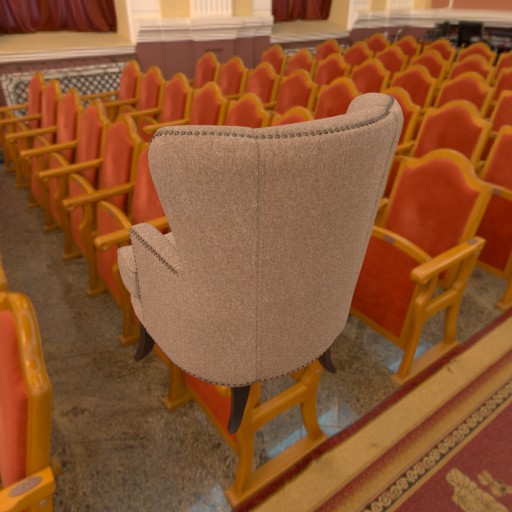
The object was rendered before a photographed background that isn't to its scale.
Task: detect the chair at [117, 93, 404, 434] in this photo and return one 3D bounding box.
[{"bbox_3d":[0.000,0.000,1.527,0.759,1.060,0.758,-20,36,-30],"label":"chair"}]
